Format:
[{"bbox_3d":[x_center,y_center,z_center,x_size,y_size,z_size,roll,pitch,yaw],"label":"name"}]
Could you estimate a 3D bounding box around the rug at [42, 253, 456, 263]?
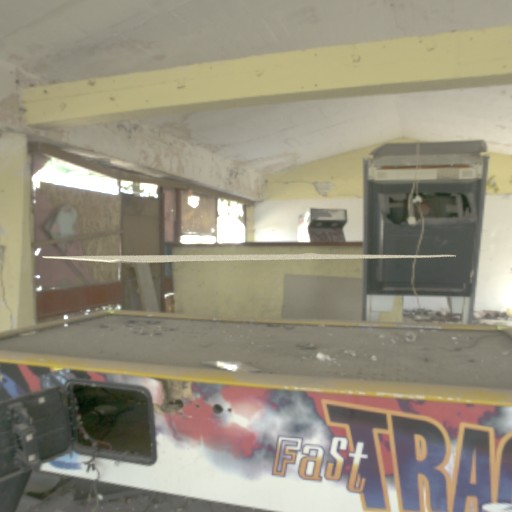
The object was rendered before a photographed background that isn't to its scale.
[{"bbox_3d":[0.000,0.000,2.438,1.947,0.023,1.214,-1,1,-36],"label":"rug"}]
